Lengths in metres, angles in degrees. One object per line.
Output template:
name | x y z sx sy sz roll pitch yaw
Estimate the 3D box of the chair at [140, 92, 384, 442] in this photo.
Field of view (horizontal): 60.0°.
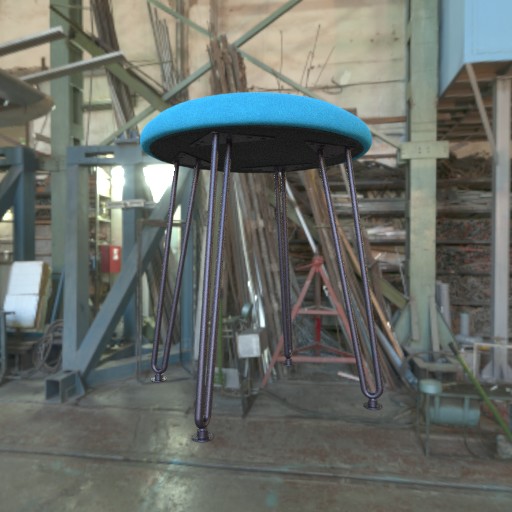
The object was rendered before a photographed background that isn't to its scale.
chair | 0.000 0.000 0.695 0.350 0.430 0.350 -1 1 -36
